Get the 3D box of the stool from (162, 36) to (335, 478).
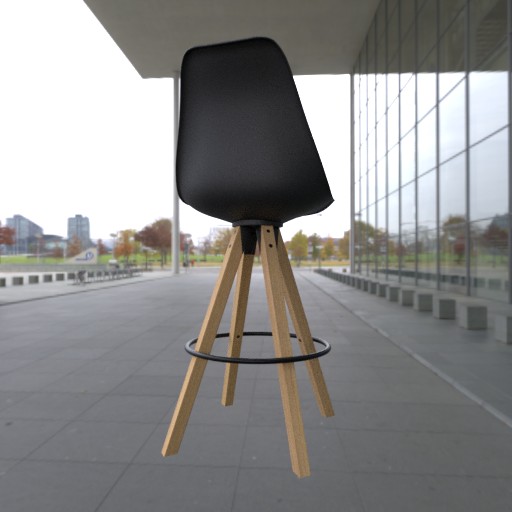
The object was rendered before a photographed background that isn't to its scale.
[{"bbox_3d":[0.000,0.000,1.392,0.485,1.115,0.550,0,0,18],"label":"stool"}]
